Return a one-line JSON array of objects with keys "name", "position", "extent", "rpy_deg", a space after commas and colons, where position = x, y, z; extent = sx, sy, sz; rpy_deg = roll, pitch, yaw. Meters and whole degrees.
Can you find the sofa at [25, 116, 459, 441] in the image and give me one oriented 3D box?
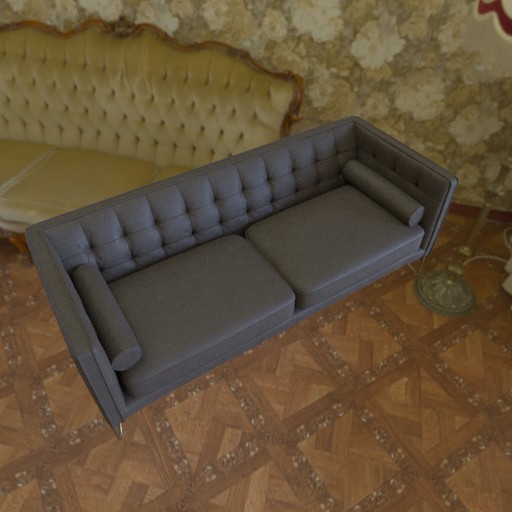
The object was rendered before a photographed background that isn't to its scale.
[{"name": "sofa", "position": [0.000, 0.000, 2.485], "extent": [2.087, 0.789, 0.867], "rpy_deg": [-24, 50, -22]}]
